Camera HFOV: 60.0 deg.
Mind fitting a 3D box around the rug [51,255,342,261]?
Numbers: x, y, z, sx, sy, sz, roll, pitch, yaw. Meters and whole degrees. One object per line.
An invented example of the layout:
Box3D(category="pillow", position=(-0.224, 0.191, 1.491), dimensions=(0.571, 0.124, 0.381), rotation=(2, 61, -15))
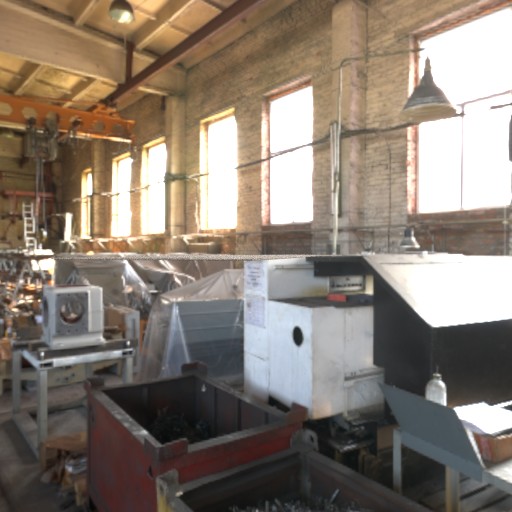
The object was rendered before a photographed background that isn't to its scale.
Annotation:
Box3D(category="rug", position=(0.000, 0.000, 2.466), dimensions=(0.697, 0.013, 2.335), rotation=(0, 0, 17))
